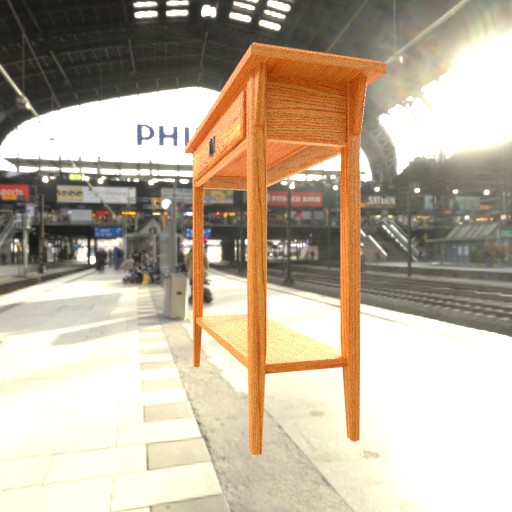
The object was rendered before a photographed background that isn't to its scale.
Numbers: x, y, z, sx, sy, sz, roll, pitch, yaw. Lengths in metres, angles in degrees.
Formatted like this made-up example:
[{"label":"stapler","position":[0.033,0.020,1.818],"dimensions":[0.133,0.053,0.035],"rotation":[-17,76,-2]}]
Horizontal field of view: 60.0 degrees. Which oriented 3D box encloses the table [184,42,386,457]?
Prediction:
[{"label":"table","position":[0.000,0.000,1.126],"dimensions":[0.254,0.711,0.762],"rotation":[0,0,-17]}]
